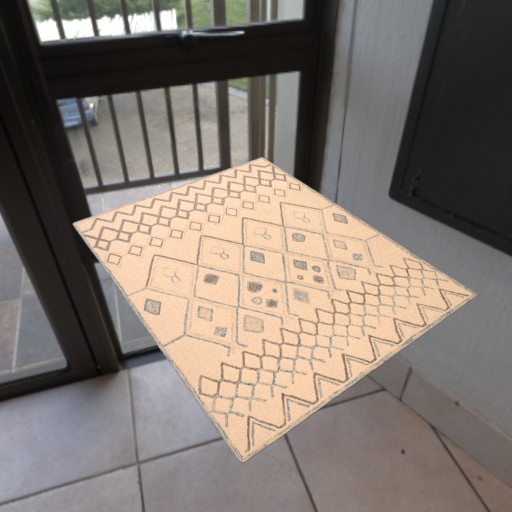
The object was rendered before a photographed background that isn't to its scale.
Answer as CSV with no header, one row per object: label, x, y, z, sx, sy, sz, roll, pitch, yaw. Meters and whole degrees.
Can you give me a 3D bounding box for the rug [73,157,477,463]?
rug,0.000,0.000,4.158,2.441,0.013,3.056,-25,46,-27
